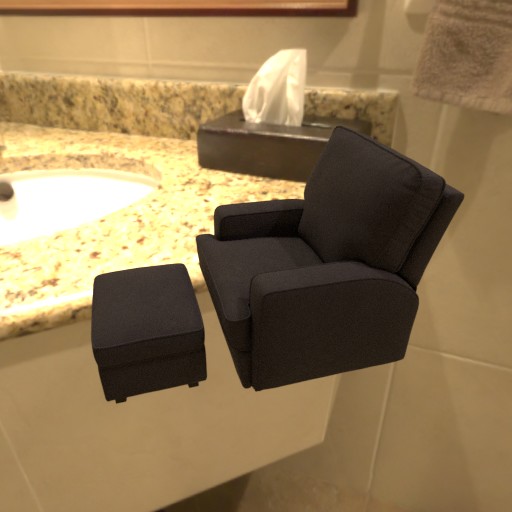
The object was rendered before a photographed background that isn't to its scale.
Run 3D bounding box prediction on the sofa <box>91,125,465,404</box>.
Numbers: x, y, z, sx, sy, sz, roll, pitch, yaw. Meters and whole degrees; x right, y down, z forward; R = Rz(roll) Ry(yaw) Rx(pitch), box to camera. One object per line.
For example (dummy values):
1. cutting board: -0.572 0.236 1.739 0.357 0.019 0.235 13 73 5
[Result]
1. sofa: 0.000 0.000 2.009 1.472 0.959 0.861 -8 31 -14
